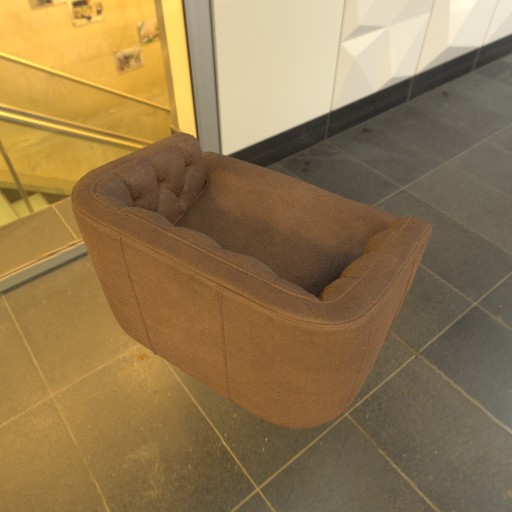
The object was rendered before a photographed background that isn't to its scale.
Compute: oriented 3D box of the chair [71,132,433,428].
[{"bbox_3d":[0.000,0.000,1.719,1.118,0.787,0.914,25,51,22],"label":"chair"}]
